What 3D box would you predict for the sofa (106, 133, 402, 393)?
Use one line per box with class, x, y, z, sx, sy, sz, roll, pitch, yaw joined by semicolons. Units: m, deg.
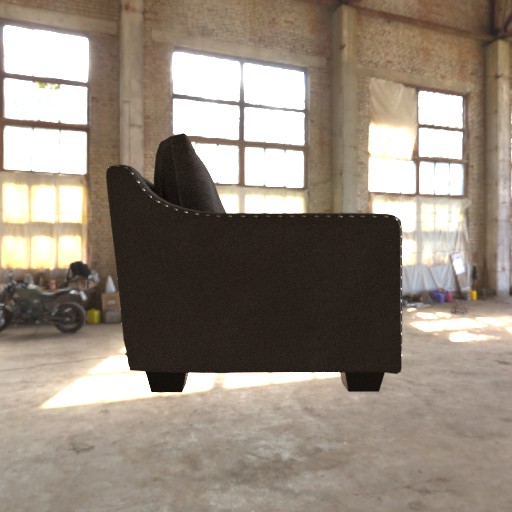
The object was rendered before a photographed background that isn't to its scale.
sofa;0.000;0.000;3.182;1.336;1.196;2.550;0;1;-1
